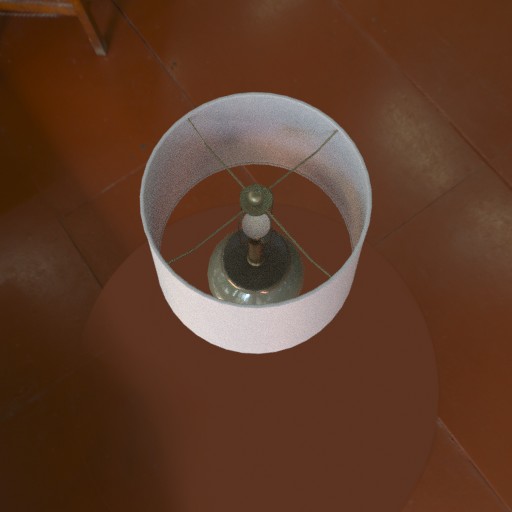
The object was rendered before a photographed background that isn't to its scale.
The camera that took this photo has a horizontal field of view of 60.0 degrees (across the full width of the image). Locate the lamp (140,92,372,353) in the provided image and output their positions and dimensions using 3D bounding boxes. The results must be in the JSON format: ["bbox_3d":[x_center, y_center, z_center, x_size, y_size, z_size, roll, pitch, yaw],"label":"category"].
[{"bbox_3d":[0.000,0.000,0.552,0.239,0.399,0.239,0,75,0],"label":"lamp"}]
